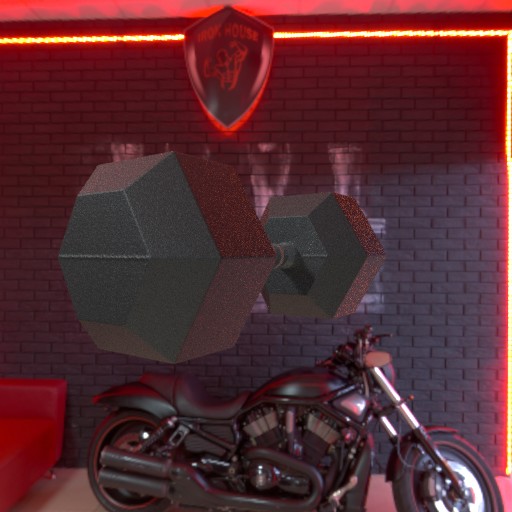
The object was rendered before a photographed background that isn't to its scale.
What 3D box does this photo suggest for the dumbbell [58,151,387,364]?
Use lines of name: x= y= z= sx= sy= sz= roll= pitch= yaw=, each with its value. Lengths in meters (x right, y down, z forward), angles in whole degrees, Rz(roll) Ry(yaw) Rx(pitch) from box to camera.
dumbbell: x=0.000 y=0.000 z=0.331 sx=0.122 sy=0.106 sz=0.271 roll=0 pitch=1 yaw=35
